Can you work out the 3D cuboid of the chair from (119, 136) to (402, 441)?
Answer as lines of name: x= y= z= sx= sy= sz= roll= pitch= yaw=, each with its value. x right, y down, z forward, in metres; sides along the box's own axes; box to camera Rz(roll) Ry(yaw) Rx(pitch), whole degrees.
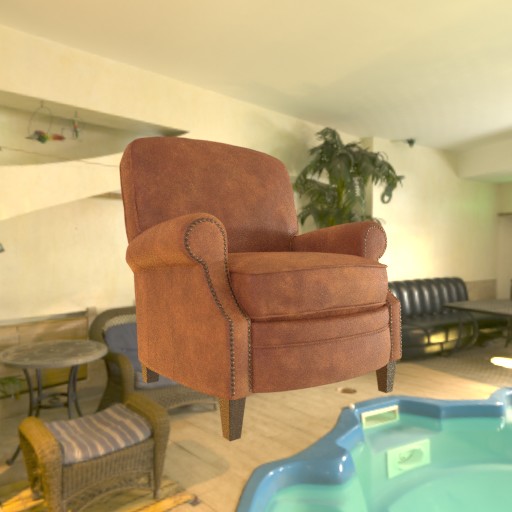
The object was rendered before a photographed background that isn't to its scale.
chair: x=0.000 y=0.000 z=1.752 sx=0.936 sy=1.018 sz=0.986 roll=-1 pitch=2 yaw=-36
